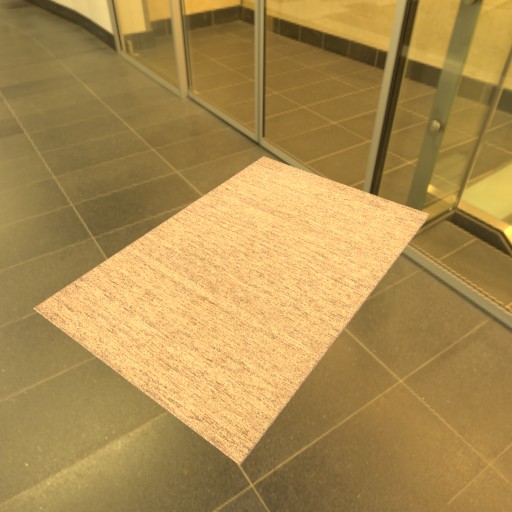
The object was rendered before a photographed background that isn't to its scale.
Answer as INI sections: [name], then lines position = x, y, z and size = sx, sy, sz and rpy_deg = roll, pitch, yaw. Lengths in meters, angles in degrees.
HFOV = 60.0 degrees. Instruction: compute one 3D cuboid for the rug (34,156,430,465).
[rug]
position = 0.000, 0.000, 2.356
size = 1.225, 0.013, 1.840
rpy_deg = 26, 47, 27
